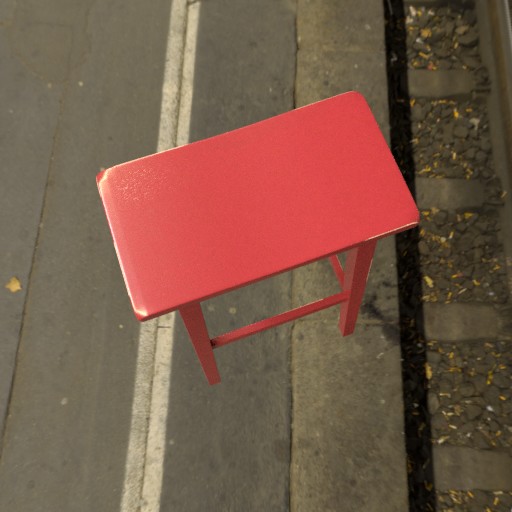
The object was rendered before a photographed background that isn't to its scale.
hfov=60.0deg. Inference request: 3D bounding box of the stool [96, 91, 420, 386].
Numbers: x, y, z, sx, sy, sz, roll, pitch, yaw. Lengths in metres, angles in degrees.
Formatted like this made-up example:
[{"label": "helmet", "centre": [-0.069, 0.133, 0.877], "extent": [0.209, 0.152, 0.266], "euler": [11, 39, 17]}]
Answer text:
[{"label": "stool", "centre": [0.000, 0.000, 1.028], "extent": [0.457, 0.737, 0.476], "euler": [-19, 76, -5]}]
